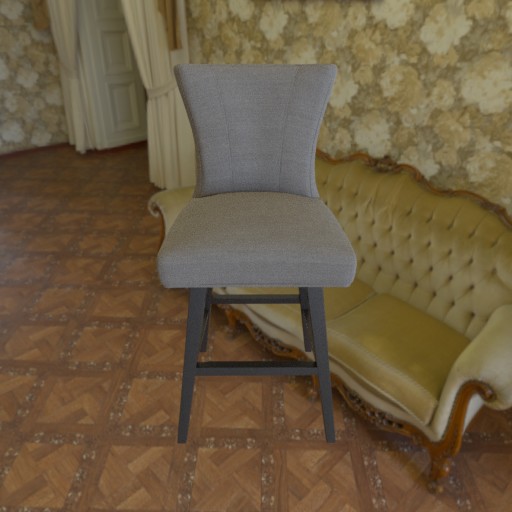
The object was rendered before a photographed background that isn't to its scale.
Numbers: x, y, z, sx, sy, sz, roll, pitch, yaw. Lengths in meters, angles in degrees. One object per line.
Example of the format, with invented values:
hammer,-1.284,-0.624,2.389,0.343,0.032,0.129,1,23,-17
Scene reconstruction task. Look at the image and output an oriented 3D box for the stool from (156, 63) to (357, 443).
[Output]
stool,0.000,0.000,1.414,0.514,1.086,0.574,0,29,0
